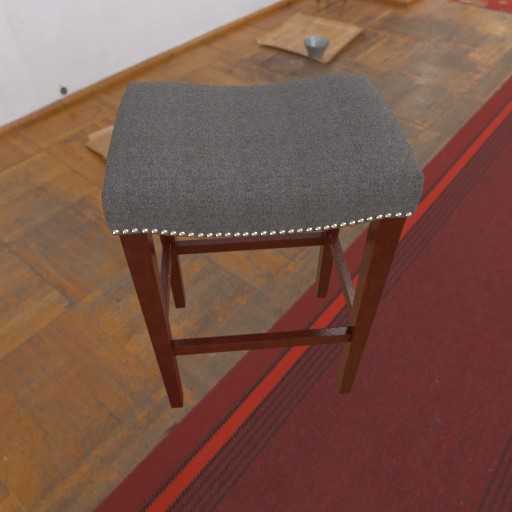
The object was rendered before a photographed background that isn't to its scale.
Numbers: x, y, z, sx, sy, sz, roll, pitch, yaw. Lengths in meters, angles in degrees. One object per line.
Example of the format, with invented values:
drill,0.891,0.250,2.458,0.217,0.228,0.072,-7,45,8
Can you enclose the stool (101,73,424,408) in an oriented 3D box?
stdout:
stool,0.000,0.000,1.036,0.504,0.742,0.372,-4,47,-4
